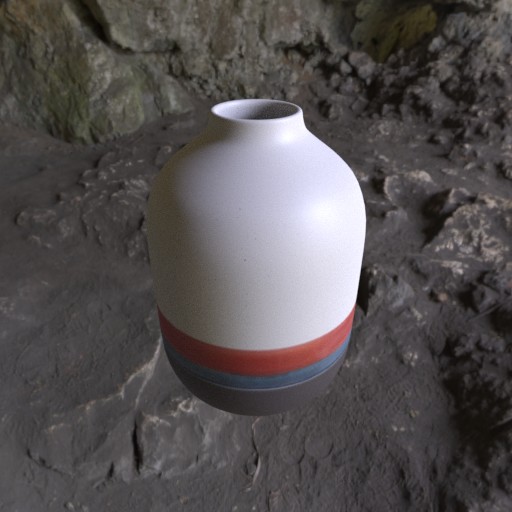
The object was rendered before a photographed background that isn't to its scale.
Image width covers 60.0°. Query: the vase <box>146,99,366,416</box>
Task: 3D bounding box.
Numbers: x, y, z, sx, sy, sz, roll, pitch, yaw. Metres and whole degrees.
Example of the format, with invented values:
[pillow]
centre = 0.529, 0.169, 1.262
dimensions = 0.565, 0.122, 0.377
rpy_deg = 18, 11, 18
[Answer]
[vase]
centre = 0.000, 0.000, 0.366
dimensions = 0.169, 0.237, 0.169
rpy_deg = 0, 31, 0
